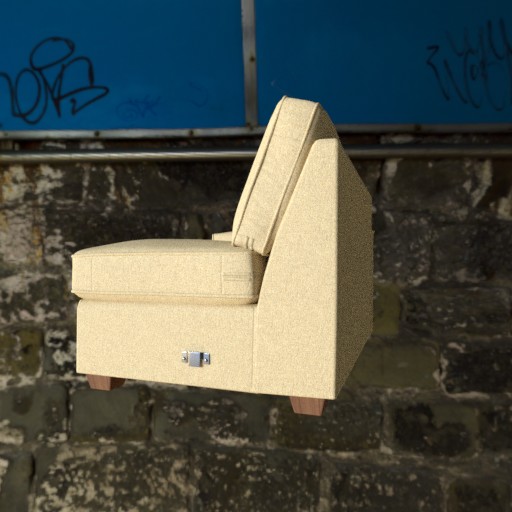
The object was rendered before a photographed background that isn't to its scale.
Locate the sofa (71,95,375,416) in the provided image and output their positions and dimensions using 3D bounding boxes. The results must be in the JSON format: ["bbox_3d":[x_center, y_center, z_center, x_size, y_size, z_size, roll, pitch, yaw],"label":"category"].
[{"bbox_3d":[0.000,0.000,2.090,0.991,0.989,1.388,0,-1,19],"label":"sofa"}]
